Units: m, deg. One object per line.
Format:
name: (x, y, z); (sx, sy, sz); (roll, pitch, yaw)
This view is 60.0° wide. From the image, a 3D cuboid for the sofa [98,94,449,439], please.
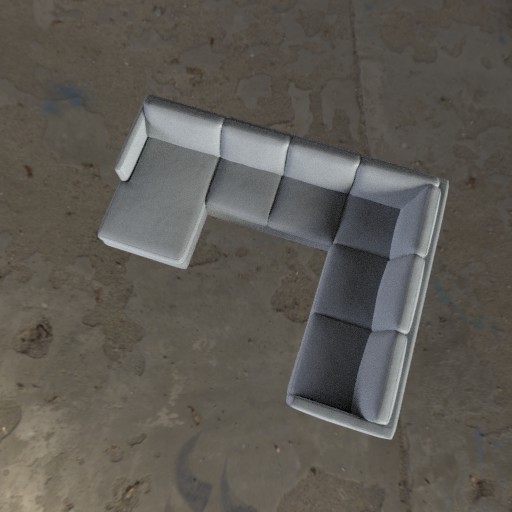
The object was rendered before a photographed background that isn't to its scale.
sofa: (0.000, 0.000, 4.424); (3.238, 0.853, 2.551); (17, 75, 5)
